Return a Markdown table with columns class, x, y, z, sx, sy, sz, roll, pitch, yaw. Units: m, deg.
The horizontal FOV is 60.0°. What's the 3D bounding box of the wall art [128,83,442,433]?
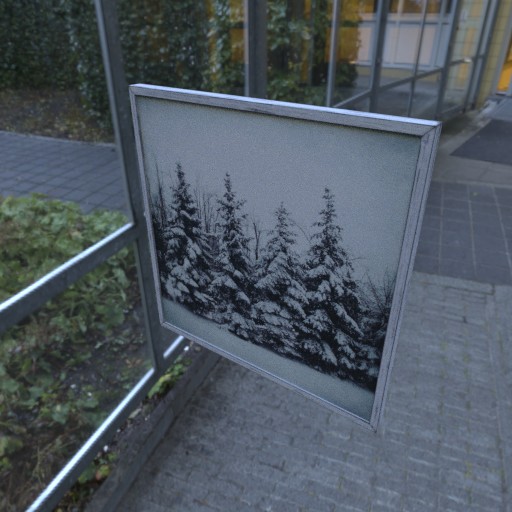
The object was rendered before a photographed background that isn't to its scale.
| class | x | y | z | sx | sy | sz | roll | pitch | yaw |
| --- | --- | --- | --- | --- | --- | --- | --- | --- | --- |
| wall art | 0.000 | 0.000 | 1.130 | 0.761 | 0.761 | 0.037 | 19 | 34 | 30 |
